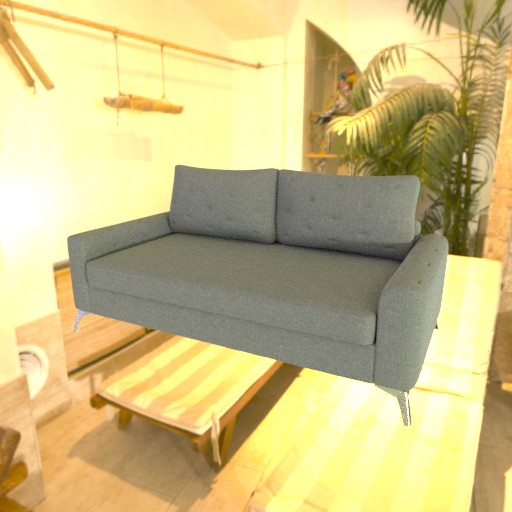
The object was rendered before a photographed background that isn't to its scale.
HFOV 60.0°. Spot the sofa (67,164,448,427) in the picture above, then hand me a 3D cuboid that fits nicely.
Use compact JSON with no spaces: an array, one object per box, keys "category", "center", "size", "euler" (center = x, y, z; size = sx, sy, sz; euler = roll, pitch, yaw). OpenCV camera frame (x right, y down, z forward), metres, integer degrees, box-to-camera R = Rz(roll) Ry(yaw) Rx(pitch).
[{"category":"sofa","center":[0.000,0.000,2.136],"size":[1.650,0.790,0.920],"euler":[8,18,26]}]
